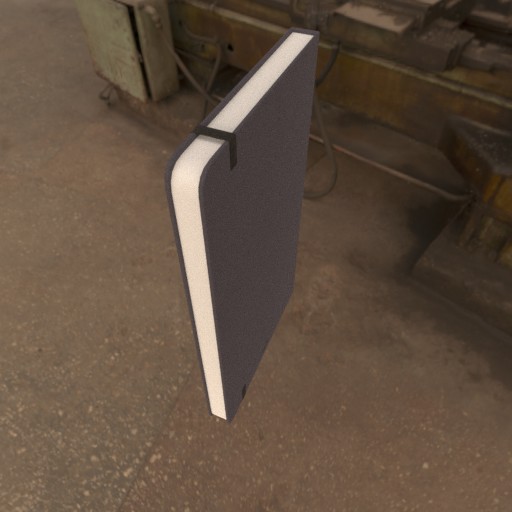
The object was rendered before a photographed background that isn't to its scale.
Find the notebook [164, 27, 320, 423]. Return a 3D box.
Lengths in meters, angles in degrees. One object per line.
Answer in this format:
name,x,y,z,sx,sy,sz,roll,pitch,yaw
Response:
notebook,0.000,0.000,0.263,0.016,0.213,0.127,18,50,15
